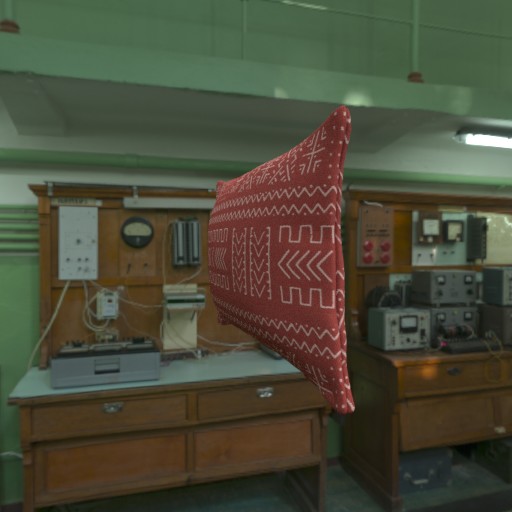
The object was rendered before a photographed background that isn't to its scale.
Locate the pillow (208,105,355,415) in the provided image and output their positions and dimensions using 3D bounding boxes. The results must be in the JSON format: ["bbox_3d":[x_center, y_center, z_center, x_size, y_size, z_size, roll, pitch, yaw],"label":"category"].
[{"bbox_3d":[0.000,0.000,0.795,0.130,0.352,0.640,0,1,-18],"label":"pillow"}]
